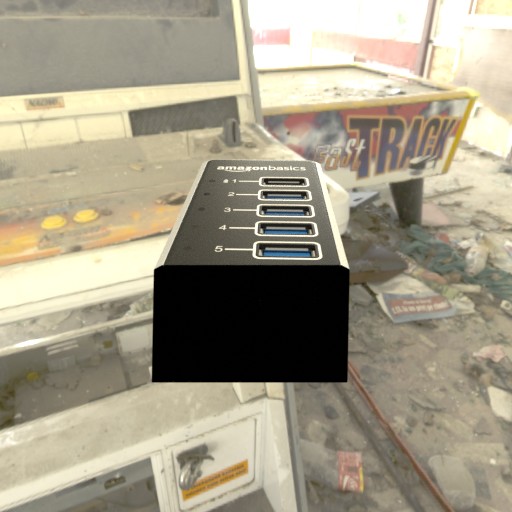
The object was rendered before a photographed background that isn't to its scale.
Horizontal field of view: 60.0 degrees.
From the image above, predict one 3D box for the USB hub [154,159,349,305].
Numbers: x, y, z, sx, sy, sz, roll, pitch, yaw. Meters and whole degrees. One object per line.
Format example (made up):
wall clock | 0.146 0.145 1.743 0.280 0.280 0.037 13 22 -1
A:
USB hub | 0.000 0.000 0.127 0.044 0.023 0.110 1 30 2
